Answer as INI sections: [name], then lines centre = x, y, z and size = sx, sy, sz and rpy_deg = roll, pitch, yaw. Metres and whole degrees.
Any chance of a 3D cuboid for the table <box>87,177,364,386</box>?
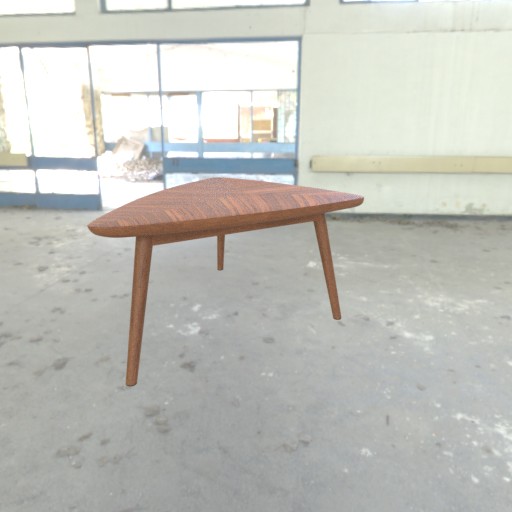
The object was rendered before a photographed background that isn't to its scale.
[table]
centre = 0.000, 0.000, 1.307
size = 0.601, 0.365, 1.008
rpy_deg = 2, 15, 8
